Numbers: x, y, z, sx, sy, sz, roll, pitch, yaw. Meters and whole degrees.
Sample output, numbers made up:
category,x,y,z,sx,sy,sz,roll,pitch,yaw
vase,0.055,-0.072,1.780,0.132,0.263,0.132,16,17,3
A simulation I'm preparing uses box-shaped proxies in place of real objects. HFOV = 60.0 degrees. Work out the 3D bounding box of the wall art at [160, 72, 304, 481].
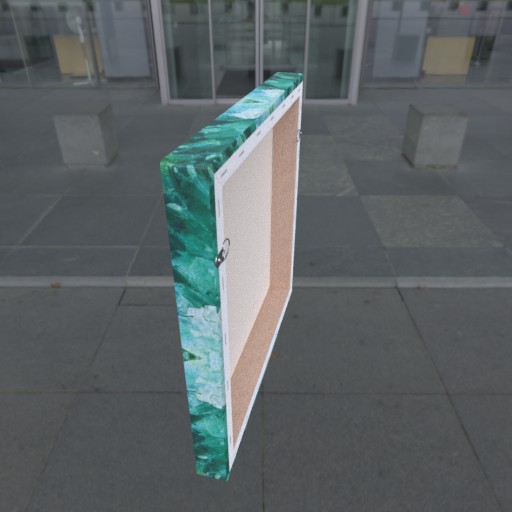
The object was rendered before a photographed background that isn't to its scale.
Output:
category,x,y,z,sx,sy,sz,roll,pitch,yaw
wall art,0.000,0.000,0.468,0.033,0.313,0.313,8,33,13
